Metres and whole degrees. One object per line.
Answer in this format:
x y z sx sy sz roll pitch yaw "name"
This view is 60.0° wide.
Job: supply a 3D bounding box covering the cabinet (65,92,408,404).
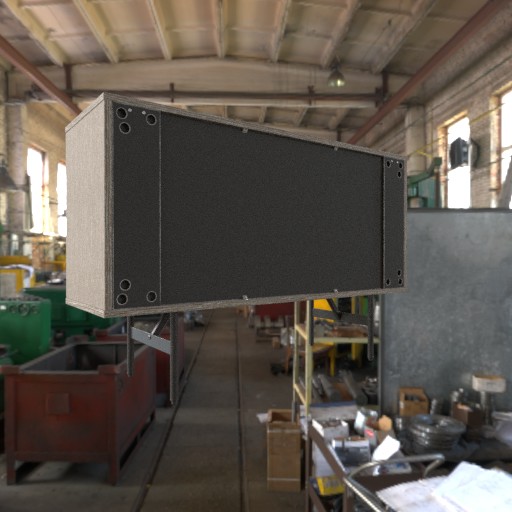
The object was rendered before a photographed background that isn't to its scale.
0.000 0.000 1.570 1.194 0.787 0.405 0 1 -36 "cabinet"
